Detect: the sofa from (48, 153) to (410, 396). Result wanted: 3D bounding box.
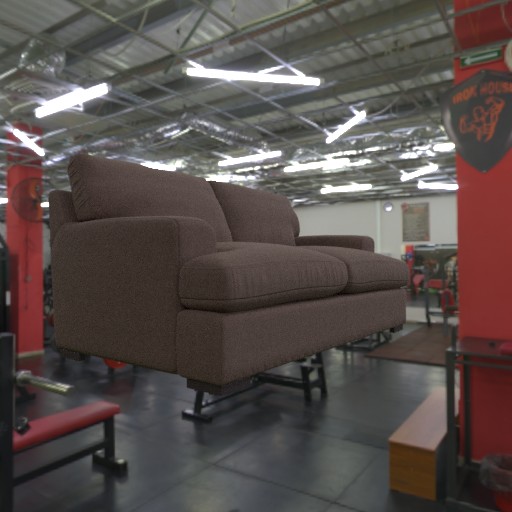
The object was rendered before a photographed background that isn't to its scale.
[{"bbox_3d":[0.000,0.000,2.471,1.140,0.950,1.869,0,-1,37],"label":"sofa"}]
